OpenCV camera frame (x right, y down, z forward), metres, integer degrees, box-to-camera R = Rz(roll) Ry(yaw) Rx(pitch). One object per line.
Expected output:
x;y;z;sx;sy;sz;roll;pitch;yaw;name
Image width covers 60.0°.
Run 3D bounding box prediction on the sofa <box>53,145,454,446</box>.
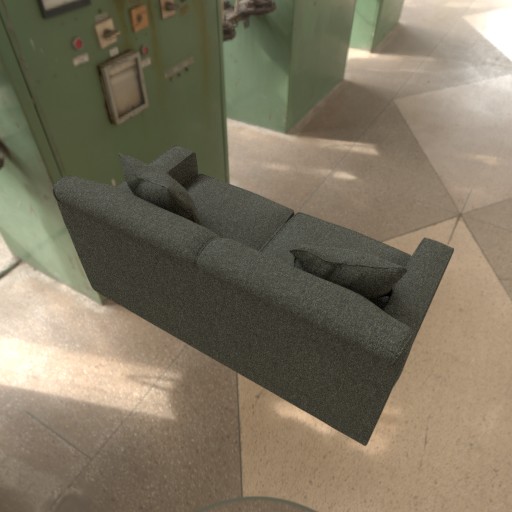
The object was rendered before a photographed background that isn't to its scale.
0.000;0.000;2.452;1.846;0.958;0.998;24;50;22;sofa
